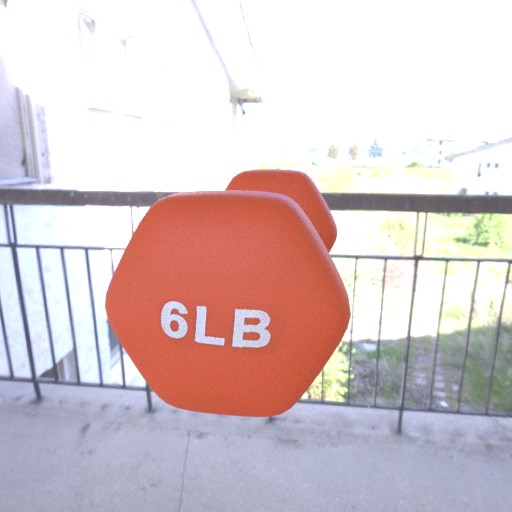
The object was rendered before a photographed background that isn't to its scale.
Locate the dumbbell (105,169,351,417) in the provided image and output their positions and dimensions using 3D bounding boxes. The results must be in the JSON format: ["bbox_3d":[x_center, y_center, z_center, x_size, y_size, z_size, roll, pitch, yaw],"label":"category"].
[{"bbox_3d":[0.000,0.000,0.203,0.079,0.071,0.162,2,14,9],"label":"dumbbell"}]
